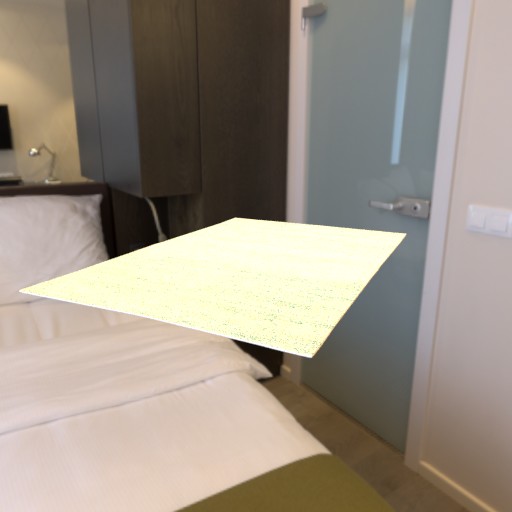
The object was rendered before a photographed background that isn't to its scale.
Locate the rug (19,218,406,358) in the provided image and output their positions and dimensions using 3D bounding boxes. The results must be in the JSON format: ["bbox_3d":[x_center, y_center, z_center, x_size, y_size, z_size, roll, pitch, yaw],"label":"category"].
[{"bbox_3d":[0.000,0.000,2.941,1.593,0.029,2.305,8,17,26],"label":"rug"}]
